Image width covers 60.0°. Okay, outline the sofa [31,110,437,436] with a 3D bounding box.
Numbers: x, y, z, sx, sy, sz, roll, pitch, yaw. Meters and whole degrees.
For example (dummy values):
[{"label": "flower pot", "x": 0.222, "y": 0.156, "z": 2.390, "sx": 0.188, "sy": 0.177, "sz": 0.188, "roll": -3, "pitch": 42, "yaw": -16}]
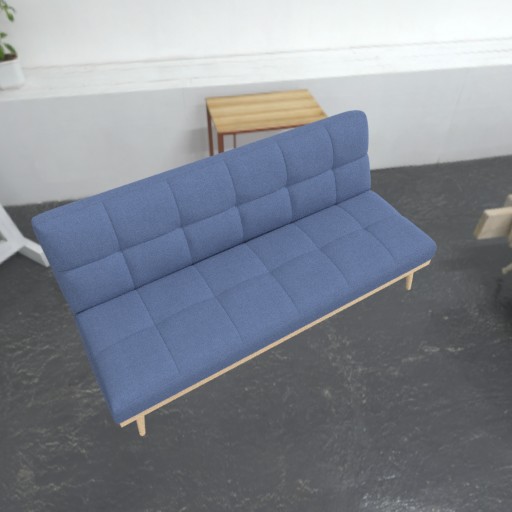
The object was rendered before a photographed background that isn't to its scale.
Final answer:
[{"label": "sofa", "x": 0.000, "y": 0.000, "z": 2.226, "sx": 1.800, "sy": 0.800, "sz": 0.796, "roll": -24, "pitch": 51, "yaw": -21}]
